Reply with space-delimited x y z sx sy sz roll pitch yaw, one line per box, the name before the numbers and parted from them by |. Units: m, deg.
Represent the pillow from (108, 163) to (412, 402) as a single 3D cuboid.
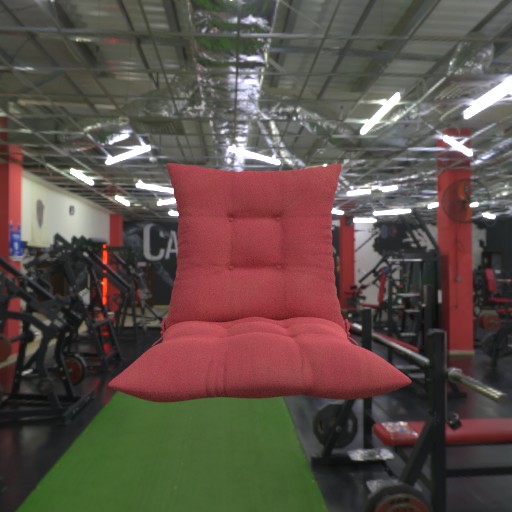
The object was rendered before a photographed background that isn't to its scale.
pillow | 0.000 0.000 1.021 0.541 0.536 0.585 0 -1 -1
